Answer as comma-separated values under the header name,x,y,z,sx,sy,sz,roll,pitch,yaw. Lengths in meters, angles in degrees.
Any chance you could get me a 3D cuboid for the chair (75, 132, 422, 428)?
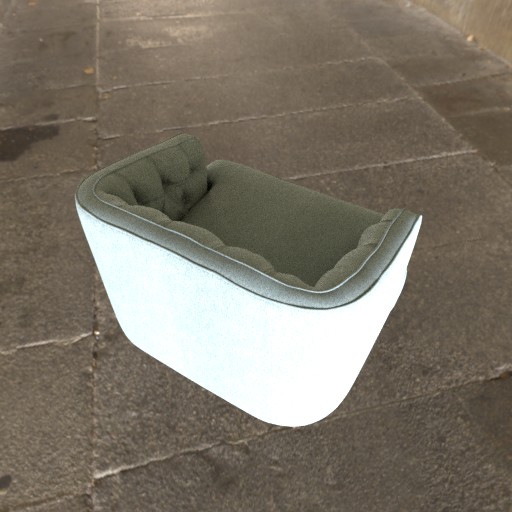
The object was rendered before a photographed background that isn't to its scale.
name,x,y,z,sx,sy,sz,roll,pitch,yaw
chair,0.000,0.000,1.794,1.094,0.852,0.945,24,50,21
